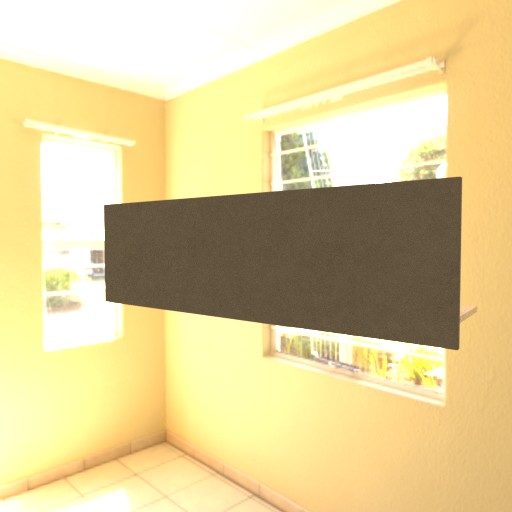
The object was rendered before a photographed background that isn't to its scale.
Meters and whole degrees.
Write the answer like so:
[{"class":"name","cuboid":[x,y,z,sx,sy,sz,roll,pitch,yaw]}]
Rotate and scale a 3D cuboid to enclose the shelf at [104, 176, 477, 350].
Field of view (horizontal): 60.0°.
[{"class":"shelf","cuboid":[0.000,0.000,1.147,1.020,0.300,0.200,2,3,37]}]
